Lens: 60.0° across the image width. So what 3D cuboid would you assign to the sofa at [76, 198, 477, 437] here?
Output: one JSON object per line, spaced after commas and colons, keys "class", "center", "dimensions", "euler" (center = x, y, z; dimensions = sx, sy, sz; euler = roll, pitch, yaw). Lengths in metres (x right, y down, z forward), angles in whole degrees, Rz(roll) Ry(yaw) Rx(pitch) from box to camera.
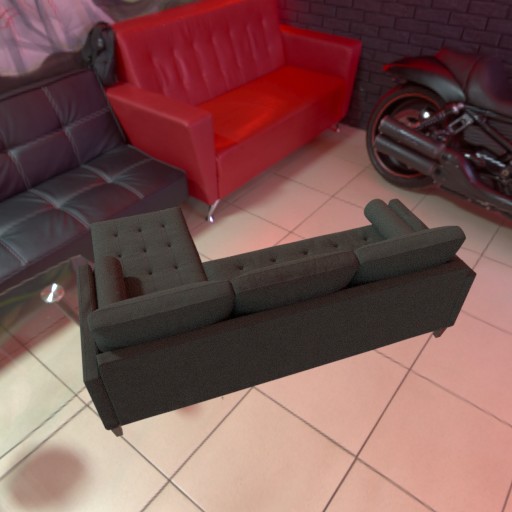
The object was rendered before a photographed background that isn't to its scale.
{"class": "sofa", "center": [0.000, 0.000, 2.903], "dimensions": [2.178, 0.876, 1.506], "euler": [-13, 43, -14]}
